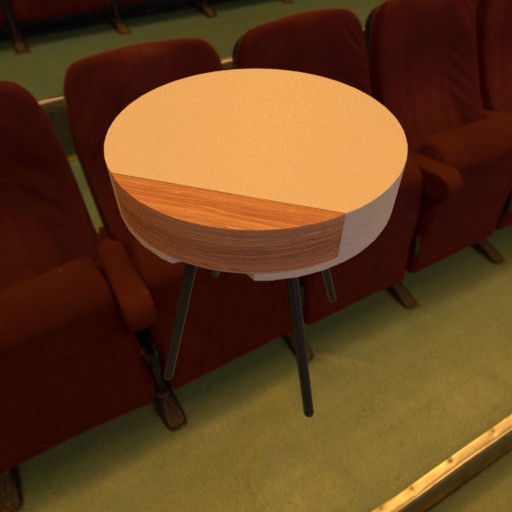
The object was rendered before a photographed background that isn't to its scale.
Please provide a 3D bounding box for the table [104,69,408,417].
[{"bbox_3d":[0.000,0.000,0.835,0.450,0.525,0.450,0,46,0],"label":"table"}]
